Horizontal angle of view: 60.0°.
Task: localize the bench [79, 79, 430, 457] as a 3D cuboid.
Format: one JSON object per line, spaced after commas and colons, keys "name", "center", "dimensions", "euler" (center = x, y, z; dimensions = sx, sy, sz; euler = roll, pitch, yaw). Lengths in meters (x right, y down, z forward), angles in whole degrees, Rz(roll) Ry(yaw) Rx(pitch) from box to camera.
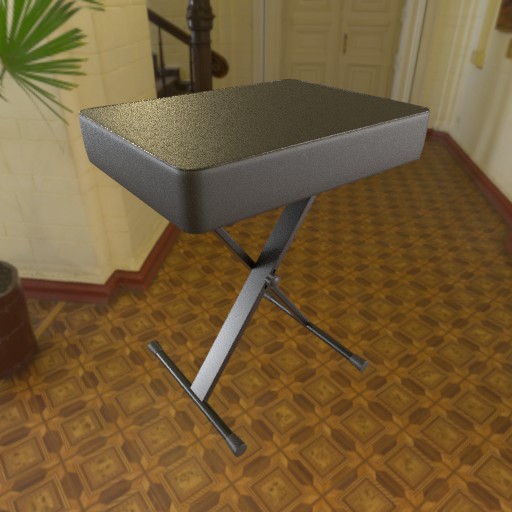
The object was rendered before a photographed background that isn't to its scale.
{"name": "bench", "center": [0.000, 0.000, 0.777], "dimensions": [0.424, 0.500, 0.321], "euler": [-22, 38, -32]}
